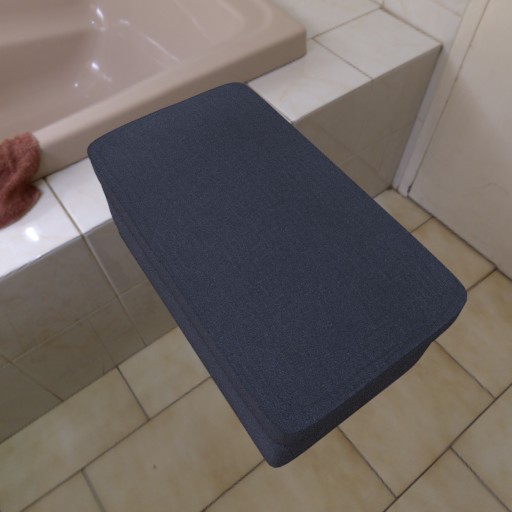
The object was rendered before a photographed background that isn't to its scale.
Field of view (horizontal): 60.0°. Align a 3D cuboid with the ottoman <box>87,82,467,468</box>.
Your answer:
[{"bbox_3d":[0.000,0.000,1.178,0.505,0.453,0.895,-30,62,-18],"label":"ottoman"}]
